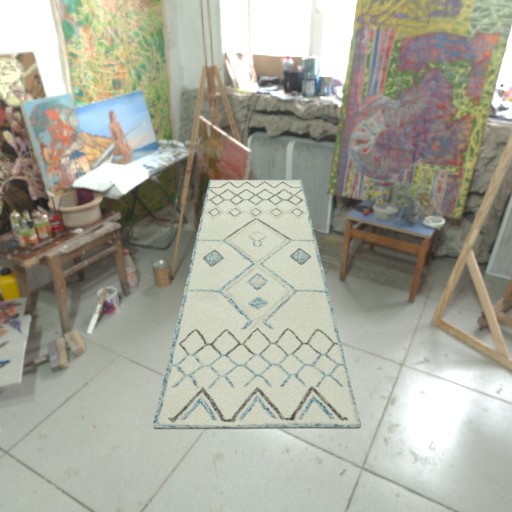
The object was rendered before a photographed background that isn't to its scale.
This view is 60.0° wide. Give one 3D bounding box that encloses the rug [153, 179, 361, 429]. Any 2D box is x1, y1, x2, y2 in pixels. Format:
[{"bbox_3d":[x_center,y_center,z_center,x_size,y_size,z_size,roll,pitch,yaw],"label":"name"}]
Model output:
[{"bbox_3d":[0.000,0.000,2.668,0.770,0.013,2.434,0,31,0],"label":"rug"}]
